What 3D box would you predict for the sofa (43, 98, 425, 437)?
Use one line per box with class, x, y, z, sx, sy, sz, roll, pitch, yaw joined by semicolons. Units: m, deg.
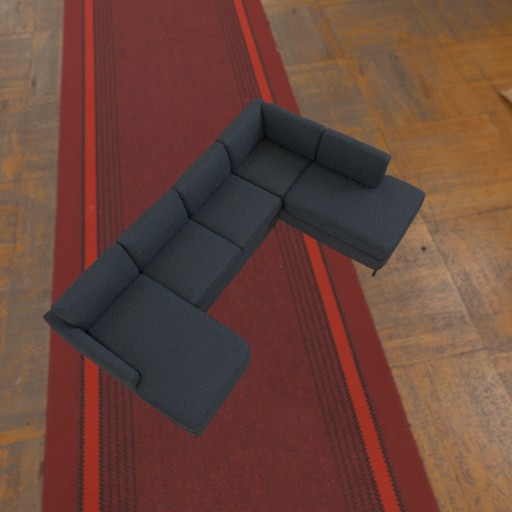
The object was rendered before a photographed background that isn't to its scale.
sofa;0.000;0.000;3.899;1.984;0.858;2.975;30;63;17
